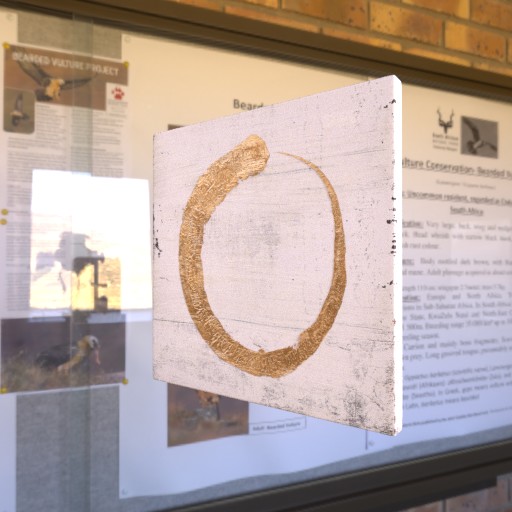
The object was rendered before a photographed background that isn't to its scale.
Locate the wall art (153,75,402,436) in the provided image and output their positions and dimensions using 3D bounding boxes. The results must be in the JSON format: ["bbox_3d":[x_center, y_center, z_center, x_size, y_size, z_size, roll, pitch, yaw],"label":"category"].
[{"bbox_3d":[0.000,0.000,0.941,0.610,0.611,0.040,0,-1,36],"label":"wall art"}]
